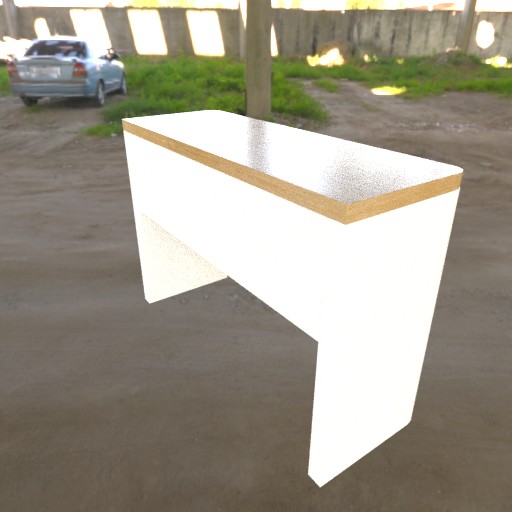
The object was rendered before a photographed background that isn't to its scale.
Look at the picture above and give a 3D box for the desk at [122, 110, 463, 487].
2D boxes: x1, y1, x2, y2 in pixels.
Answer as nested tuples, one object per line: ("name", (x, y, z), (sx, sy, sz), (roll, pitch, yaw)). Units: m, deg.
("desk", (0.000, 0.000, 1.454), (0.390, 0.760, 1.100), (-18, 31, -31))
